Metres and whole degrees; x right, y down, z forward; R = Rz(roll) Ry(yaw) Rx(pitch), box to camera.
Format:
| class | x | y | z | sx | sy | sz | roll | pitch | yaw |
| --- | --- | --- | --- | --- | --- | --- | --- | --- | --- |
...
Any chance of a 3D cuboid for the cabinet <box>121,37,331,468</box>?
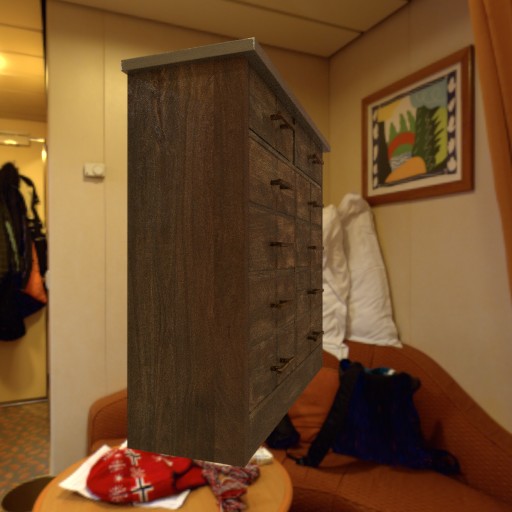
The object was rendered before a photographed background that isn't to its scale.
| class | x | y | z | sx | sy | sz | roll | pitch | yaw |
| --- | --- | --- | --- | --- | --- | --- | --- | --- | --- |
| cabinet | 0.000 | 0.000 | 1.442 | 0.338 | 0.919 | 0.968 | 0 | 0 | 19 |
